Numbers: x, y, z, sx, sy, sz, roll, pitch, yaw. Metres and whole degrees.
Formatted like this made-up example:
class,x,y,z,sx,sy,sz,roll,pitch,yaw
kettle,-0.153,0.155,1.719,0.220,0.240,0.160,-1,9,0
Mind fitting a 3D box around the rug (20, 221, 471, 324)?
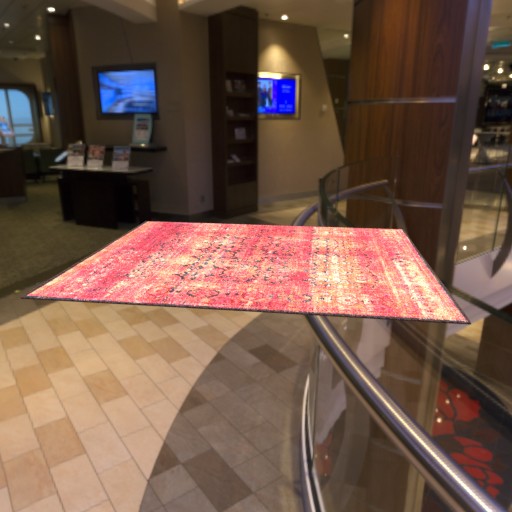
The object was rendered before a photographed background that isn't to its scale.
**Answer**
class,x,y,z,sx,sy,sz,roll,pitch,yaw
rug,0.000,0.000,4.061,3.032,0.020,2.411,2,18,7
